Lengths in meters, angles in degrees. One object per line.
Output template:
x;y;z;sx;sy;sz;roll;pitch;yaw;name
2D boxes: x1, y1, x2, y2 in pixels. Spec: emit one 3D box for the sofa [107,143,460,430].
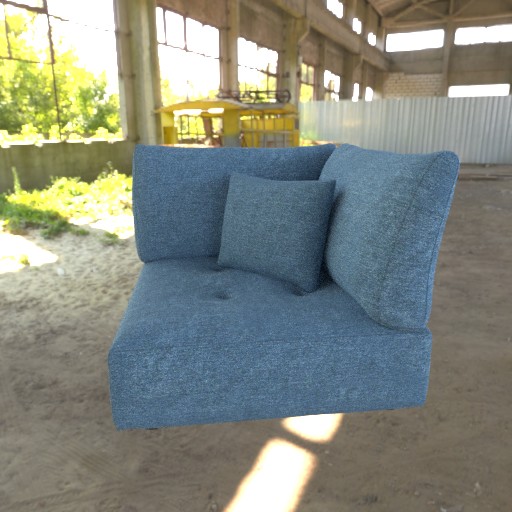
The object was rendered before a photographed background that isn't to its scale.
0.000;0.000;1.694;1.000;0.820;1.000;-2;15;-7;sofa
